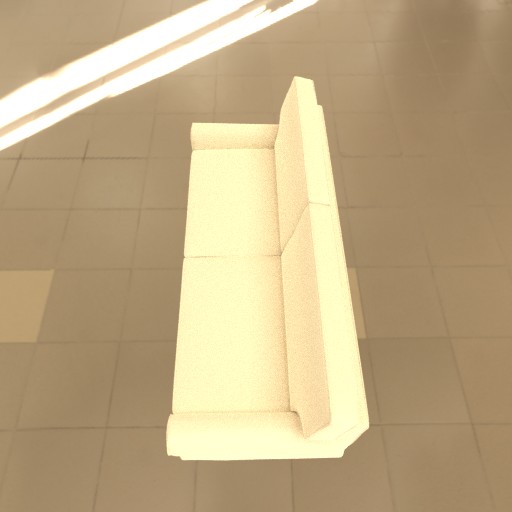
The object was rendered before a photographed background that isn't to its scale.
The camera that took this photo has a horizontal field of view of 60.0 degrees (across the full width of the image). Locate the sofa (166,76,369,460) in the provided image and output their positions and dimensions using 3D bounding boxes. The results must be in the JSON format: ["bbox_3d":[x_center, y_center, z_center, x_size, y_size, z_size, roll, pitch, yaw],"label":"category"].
[{"bbox_3d":[0.000,0.000,2.445,0.862,0.937,2.021,-1,58,-1],"label":"sofa"}]
